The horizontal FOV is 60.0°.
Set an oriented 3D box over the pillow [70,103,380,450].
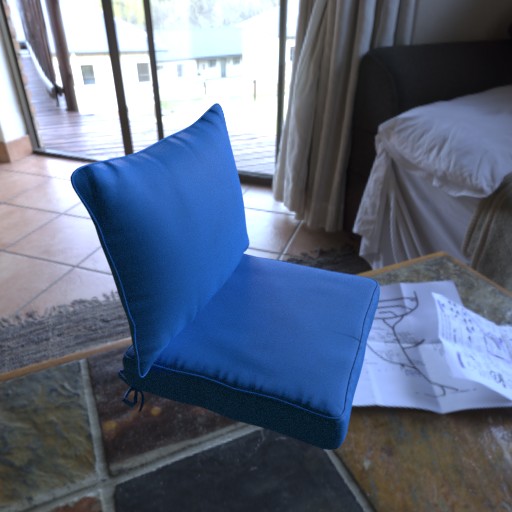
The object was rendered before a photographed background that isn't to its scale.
[{"bbox_3d":[0.000,0.000,1.352,0.733,0.725,0.798,11,32,18],"label":"pillow"}]
